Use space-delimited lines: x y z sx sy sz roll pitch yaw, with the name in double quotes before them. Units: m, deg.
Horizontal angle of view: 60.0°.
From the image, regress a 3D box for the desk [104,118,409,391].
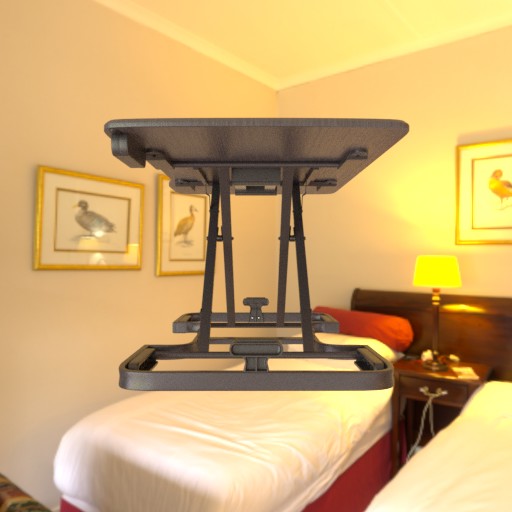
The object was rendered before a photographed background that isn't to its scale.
"desk" 0.000 0.000 1.157 0.546 0.470 0.820 0 0 0
